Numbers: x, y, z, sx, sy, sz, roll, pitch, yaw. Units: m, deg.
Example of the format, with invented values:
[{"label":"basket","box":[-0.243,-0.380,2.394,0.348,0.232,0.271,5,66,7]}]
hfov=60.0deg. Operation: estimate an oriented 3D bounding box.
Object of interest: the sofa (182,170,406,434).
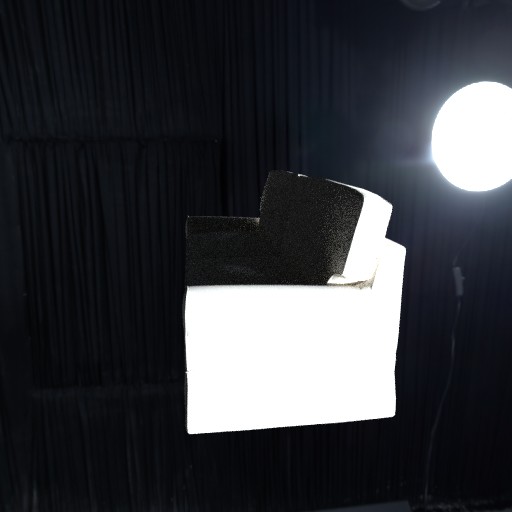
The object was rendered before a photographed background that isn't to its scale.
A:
[{"label":"sofa","box":[0.000,0.000,2.567,0.862,0.937,2.021,-2,13,-8]}]
